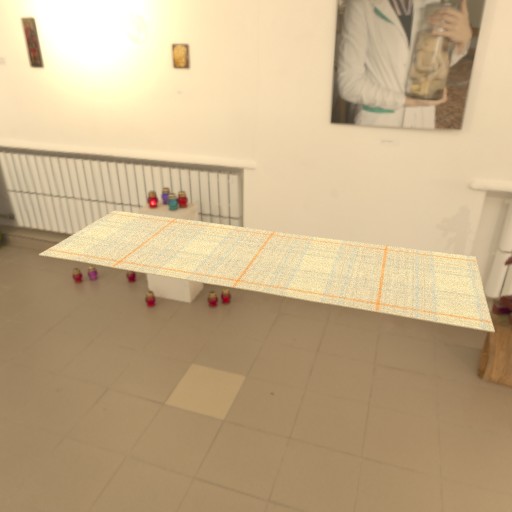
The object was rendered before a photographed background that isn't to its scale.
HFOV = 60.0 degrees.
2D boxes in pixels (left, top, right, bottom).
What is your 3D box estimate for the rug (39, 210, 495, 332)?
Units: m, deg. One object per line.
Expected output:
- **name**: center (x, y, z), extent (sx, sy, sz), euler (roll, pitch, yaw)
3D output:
- **rug**: center (0.000, 0.000, 2.597), extent (2.442, 0.016, 0.770), euler (8, 28, 16)
